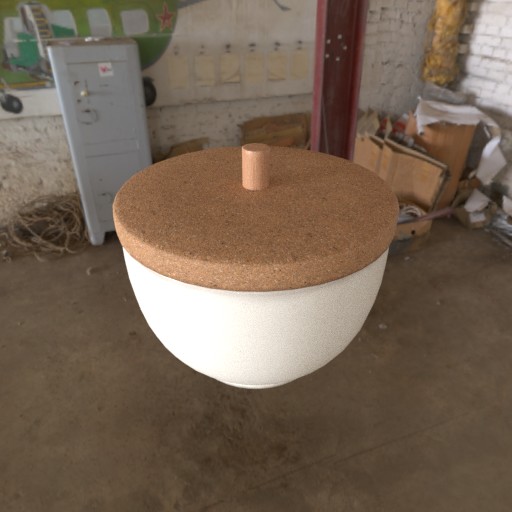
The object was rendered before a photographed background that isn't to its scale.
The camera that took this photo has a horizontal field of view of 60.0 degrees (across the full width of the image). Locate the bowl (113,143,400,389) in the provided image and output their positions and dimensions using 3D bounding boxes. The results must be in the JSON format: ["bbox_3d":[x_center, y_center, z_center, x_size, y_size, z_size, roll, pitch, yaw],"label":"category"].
[{"bbox_3d":[0.000,0.000,0.220,0.126,0.110,0.126,0,32,0],"label":"bowl"}]
